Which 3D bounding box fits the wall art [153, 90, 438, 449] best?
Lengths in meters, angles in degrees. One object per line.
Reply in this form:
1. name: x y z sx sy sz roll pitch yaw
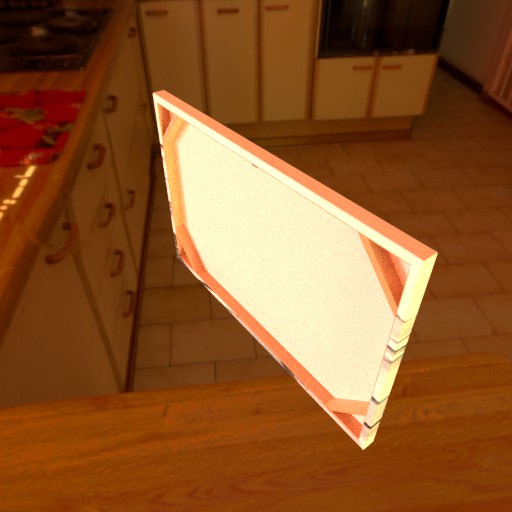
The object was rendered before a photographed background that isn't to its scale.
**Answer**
1. wall art: 0.000 0.000 1.173 0.039 0.609 0.914 -26 47 -28
